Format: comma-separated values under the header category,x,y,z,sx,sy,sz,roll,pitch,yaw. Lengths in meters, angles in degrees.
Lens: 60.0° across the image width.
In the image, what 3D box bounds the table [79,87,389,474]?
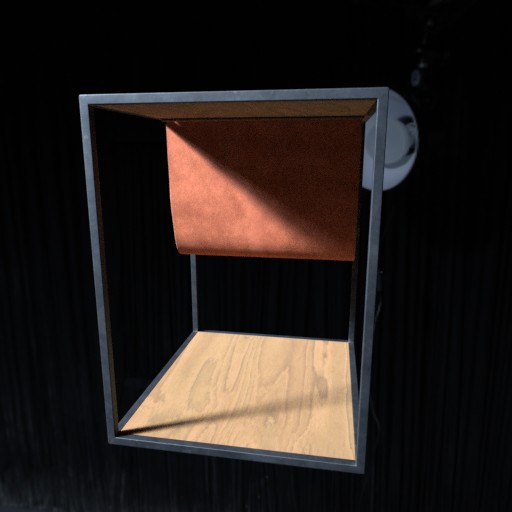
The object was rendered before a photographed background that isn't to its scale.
category,x,y,z,sx,sy,sz,roll,pitch,yaw
table,0.000,0.000,0.830,0.399,0.536,0.450,2,13,10
